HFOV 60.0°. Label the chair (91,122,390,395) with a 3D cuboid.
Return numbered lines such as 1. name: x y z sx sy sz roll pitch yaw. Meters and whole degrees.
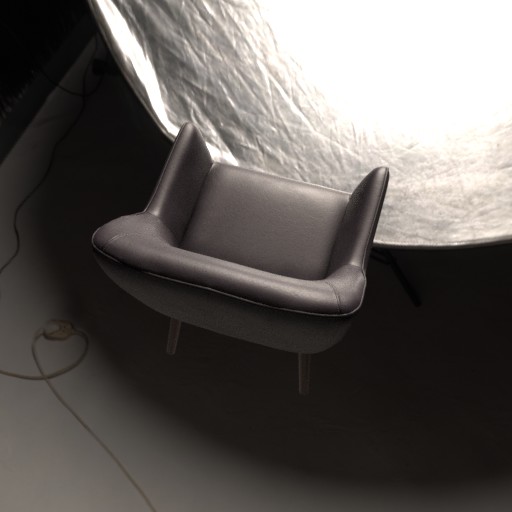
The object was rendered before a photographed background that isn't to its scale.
1. chair: 0.000 0.000 1.276 0.610 0.828 0.610 15 63 8
